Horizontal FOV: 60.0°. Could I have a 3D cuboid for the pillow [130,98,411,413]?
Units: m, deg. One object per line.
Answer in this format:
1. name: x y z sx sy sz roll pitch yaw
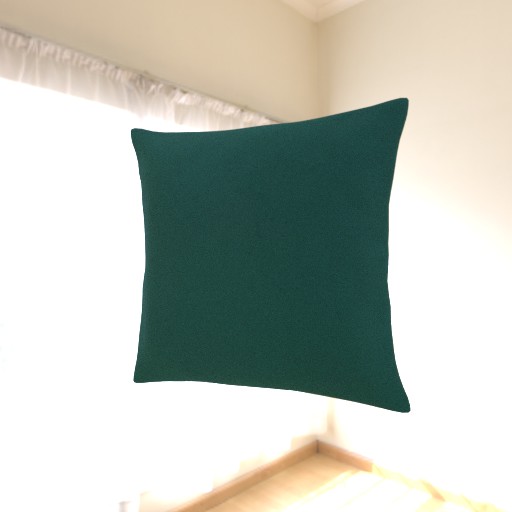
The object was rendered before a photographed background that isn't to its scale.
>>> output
1. pillow: 0.000 0.000 0.798 0.525 0.508 0.166 0 -1 19
